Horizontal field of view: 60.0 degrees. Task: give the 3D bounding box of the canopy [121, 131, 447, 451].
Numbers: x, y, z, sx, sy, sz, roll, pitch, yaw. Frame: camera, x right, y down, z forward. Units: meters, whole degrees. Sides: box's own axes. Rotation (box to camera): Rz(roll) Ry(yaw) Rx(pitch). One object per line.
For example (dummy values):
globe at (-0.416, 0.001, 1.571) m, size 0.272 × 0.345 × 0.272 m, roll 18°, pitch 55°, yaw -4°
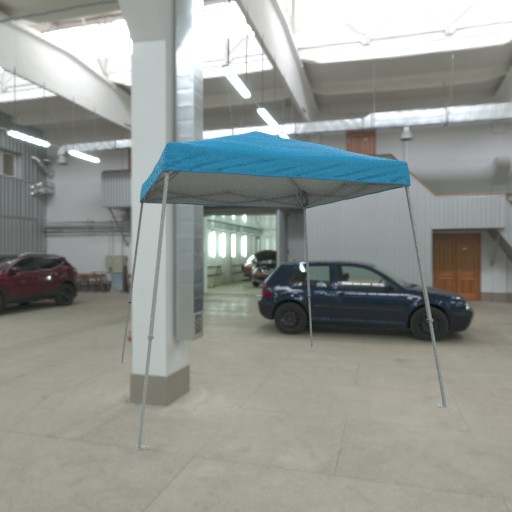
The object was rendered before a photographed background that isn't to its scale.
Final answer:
canopy at (0.000, 0.000, 5.068) m, size 2.850 × 2.850 × 2.849 m, roll 0°, pitch 0°, yaw -19°
